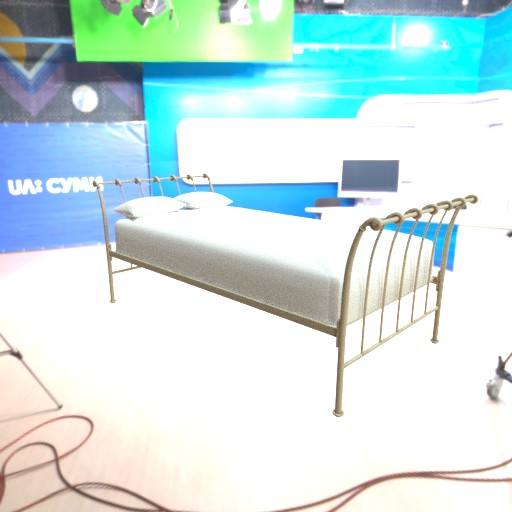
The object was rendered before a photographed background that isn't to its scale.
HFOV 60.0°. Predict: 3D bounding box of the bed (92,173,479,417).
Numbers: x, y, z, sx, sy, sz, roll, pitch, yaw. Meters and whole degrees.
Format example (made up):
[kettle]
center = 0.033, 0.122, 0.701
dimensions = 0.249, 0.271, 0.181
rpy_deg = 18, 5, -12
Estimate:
[bed]
center = 0.000, 0.000, 2.787
dimensions = 2.228, 0.873, 1.032
rpy_deg = 14, 20, 43
